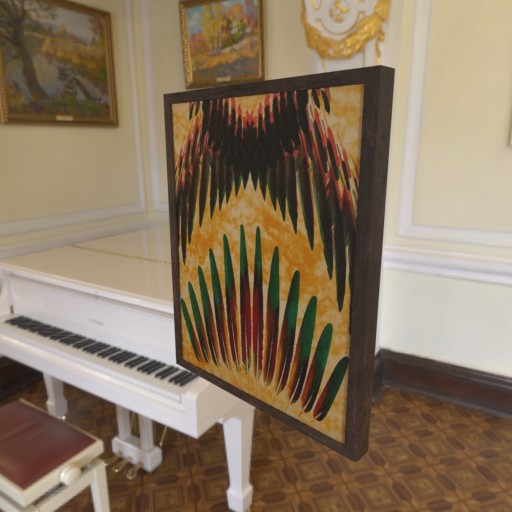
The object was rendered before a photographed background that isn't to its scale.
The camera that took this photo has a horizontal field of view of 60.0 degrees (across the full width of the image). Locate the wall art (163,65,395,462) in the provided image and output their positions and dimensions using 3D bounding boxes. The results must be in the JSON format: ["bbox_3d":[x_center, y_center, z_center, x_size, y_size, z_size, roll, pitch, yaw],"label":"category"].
[{"bbox_3d":[0.000,0.000,0.557,0.329,0.406,0.027,13,19,42],"label":"wall art"}]
